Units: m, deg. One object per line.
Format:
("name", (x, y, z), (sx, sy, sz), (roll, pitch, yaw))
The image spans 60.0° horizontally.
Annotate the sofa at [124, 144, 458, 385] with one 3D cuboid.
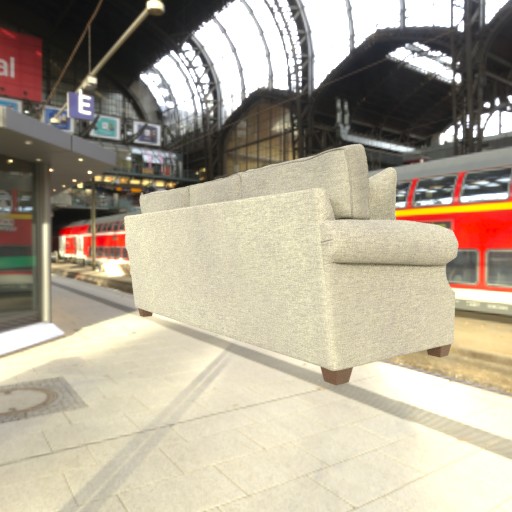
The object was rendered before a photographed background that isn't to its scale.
("sofa", (0.000, 0.000, 2.818), (0.965, 0.975, 2.312), (-1, 2, -36))
